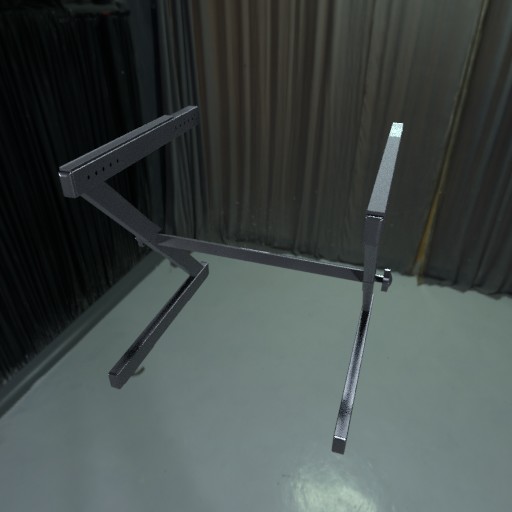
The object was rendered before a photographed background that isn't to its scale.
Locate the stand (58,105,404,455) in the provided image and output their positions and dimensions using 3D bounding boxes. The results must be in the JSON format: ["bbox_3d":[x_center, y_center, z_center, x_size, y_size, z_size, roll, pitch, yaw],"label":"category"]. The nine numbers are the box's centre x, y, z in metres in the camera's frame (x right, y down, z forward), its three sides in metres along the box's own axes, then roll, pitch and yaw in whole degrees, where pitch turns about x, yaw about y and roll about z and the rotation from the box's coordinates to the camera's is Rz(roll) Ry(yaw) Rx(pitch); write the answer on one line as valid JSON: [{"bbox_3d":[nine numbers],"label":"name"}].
[{"bbox_3d":[0.000,0.000,1.174,0.700,0.617,0.586,10,33,16],"label":"stand"}]
